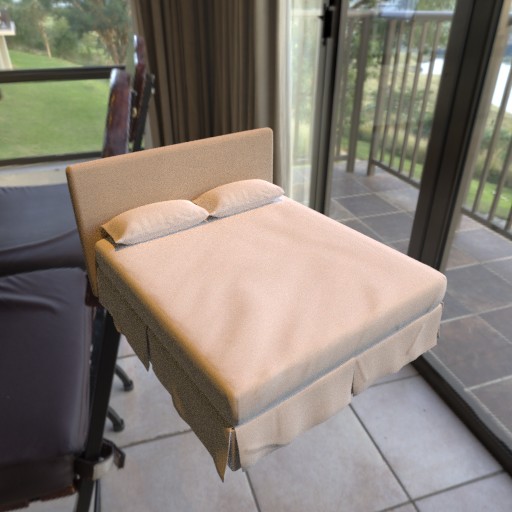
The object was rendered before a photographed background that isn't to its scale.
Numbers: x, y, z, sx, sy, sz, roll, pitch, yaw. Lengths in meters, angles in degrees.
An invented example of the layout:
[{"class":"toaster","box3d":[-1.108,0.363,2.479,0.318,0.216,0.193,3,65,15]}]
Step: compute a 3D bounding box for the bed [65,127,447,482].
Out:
[{"class":"bed","box3d":[0.000,0.000,3.555,2.119,1.317,2.319,-21,36,-31]}]
